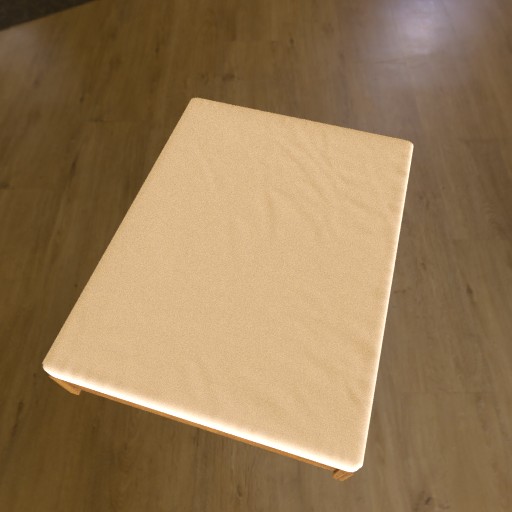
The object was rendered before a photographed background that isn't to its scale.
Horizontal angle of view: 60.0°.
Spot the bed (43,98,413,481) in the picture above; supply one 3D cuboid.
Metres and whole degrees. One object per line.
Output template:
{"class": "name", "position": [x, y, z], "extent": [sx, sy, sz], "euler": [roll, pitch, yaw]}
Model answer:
{"class": "bed", "position": [0.000, 0.000, 2.639], "extent": [1.536, 0.431, 2.016], "euler": [14, 60, 9]}
